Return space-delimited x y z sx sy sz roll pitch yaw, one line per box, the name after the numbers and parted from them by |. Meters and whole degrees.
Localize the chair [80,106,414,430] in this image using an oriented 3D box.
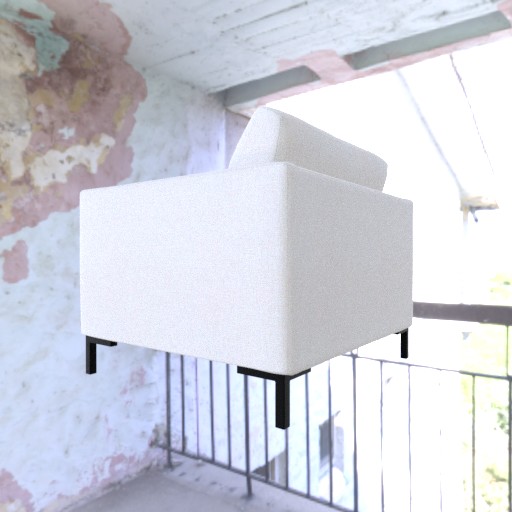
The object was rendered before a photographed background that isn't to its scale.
0.000 0.000 1.640 0.875 0.806 0.964 0 0 37 | chair
